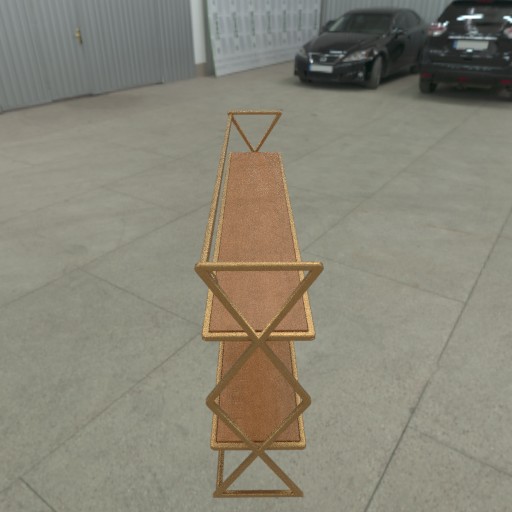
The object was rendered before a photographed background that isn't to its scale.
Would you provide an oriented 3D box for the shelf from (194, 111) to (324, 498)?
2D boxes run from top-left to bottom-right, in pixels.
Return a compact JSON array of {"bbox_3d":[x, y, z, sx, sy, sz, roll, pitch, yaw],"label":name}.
[{"bbox_3d":[0.000,0.000,0.977,0.150,0.450,0.822,0,30,0],"label":"shelf"}]
